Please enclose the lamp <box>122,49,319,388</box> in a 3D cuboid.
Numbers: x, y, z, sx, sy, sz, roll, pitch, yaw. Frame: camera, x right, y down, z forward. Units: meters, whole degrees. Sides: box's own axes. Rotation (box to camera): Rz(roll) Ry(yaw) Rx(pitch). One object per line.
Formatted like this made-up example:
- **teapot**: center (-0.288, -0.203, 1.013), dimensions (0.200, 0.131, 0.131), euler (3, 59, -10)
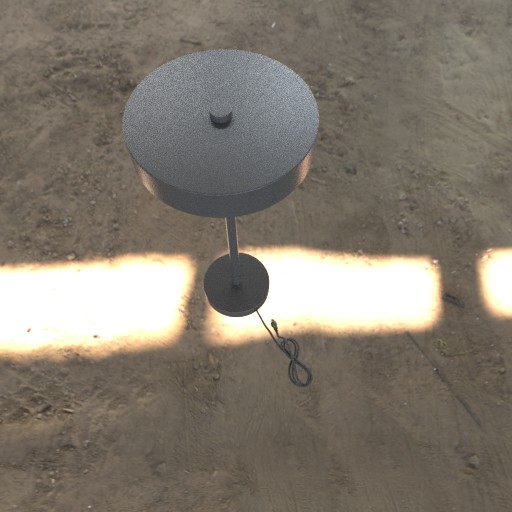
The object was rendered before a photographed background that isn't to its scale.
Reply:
- **lamp**: center (0.000, 0.000, 0.707), dimensions (0.229, 0.508, 0.369), euler (-32, 67, -16)
